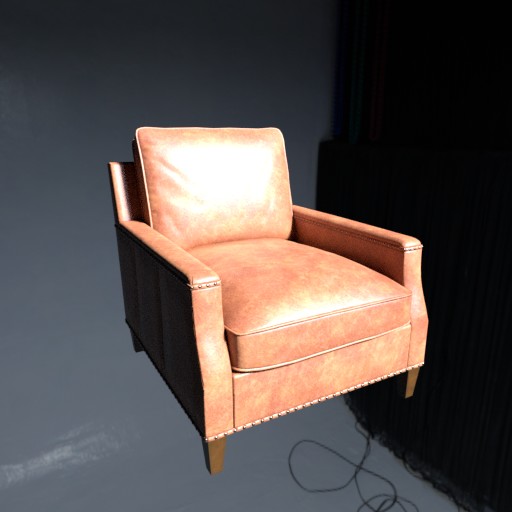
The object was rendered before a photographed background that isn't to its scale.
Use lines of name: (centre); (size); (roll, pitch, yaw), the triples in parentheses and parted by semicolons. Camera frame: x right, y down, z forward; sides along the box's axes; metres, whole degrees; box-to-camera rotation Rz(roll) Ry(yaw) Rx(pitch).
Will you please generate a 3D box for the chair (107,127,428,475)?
chair: (0.000, 0.000, 1.686); (0.853, 0.943, 1.014); (-9, 18, -28)
